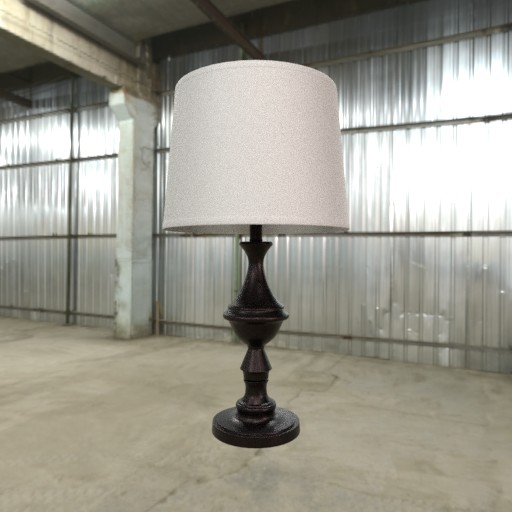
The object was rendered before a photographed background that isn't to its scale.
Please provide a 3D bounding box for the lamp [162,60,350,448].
[{"bbox_3d":[0.000,0.000,0.926,0.383,0.726,0.383,0,0,0],"label":"lamp"}]
